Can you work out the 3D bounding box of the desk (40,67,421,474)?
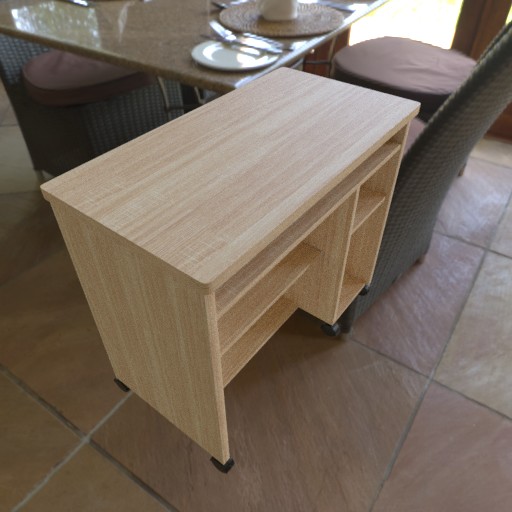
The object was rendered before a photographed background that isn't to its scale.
[{"bbox_3d":[0.000,0.000,1.331,0.480,0.770,0.884,27,49,27],"label":"desk"}]
